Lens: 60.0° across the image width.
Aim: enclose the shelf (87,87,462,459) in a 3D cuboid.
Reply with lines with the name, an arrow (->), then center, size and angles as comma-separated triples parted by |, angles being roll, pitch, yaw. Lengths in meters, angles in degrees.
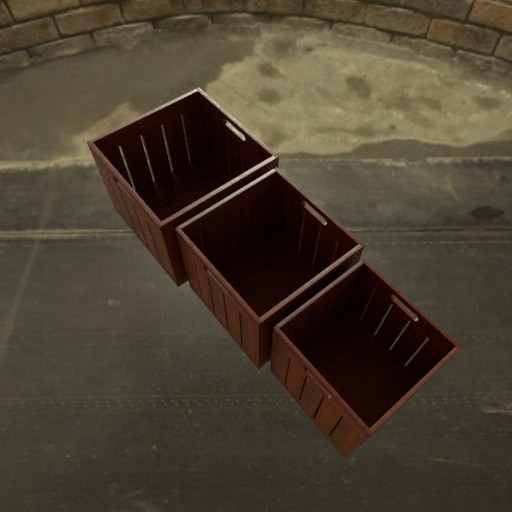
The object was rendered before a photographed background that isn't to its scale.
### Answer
shelf -> 0.000, 0.000, 1.248 | 0.393, 0.311, 1.064 | -34, 63, -20
